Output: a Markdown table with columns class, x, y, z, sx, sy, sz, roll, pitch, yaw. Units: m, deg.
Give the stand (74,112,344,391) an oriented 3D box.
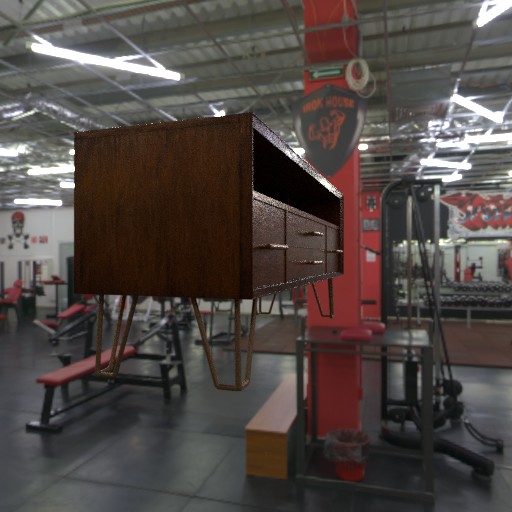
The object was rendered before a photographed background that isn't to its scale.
| class | x | y | z | sx | sy | sz | roll | pitch | yaw |
| --- | --- | --- | --- | --- | --- | --- | --- | --- | --- |
| stand | 0.000 | 0.000 | 1.664 | 0.481 | 0.610 | 1.372 | 0 | 0 | 19 |
